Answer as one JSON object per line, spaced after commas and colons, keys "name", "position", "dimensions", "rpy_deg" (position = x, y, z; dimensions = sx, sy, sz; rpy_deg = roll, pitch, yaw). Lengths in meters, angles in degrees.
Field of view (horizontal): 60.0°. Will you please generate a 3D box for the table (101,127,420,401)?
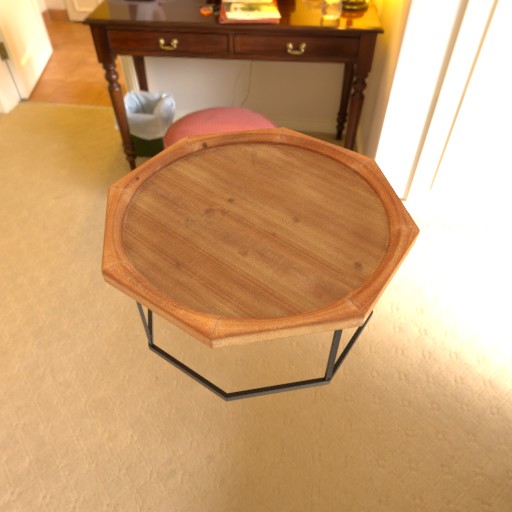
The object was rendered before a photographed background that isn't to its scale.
{"name": "table", "position": [0.000, 0.000, 1.551], "dimensions": [1.002, 0.444, 1.002], "rpy_deg": [0, 46, 0]}
